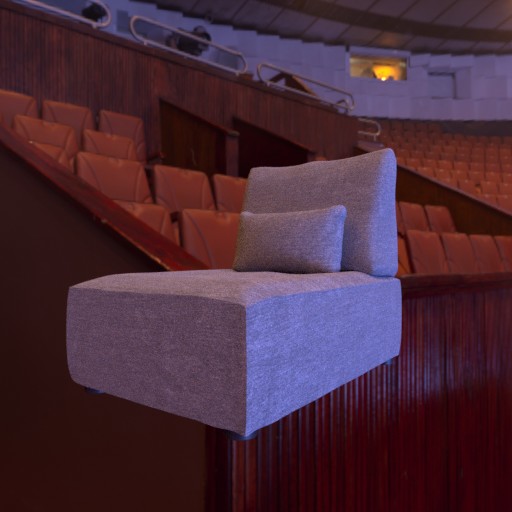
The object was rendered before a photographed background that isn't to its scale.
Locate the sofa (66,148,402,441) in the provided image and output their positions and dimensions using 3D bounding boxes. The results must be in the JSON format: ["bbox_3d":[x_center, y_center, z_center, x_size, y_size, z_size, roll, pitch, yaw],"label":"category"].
[{"bbox_3d":[0.000,0.000,1.542,0.700,0.820,1.000,0,0,37],"label":"sofa"}]
